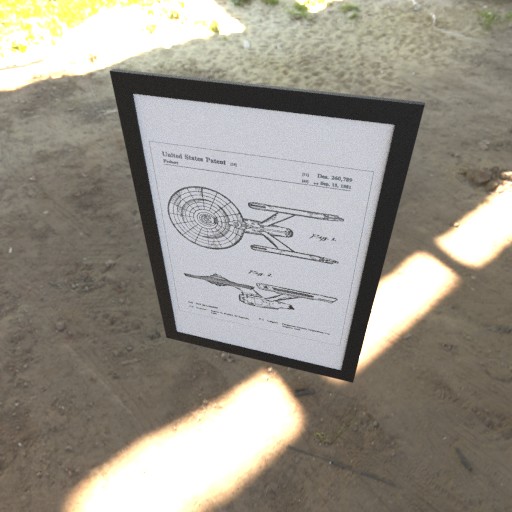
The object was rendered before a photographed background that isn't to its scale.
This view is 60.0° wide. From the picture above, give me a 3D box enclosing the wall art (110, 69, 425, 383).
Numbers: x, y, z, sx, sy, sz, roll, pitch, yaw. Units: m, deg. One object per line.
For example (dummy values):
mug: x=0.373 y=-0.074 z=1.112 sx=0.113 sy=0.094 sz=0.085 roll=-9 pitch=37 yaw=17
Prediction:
wall art: x=0.000 y=0.000 z=0.692 sx=0.379 sy=0.530 sz=0.008 roll=11 pitch=43 yaw=12
